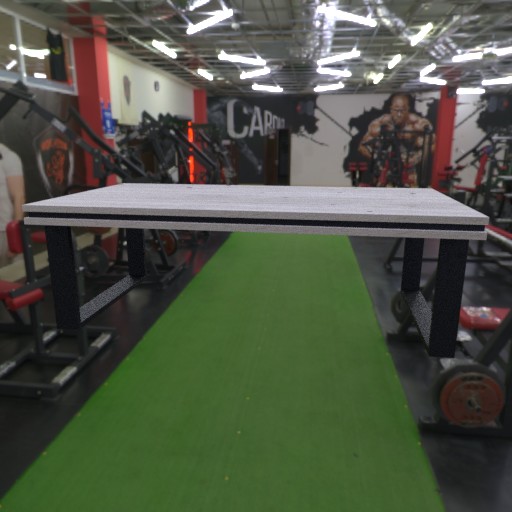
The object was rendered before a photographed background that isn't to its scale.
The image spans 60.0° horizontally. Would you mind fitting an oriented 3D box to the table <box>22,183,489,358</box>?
[{"bbox_3d":[0.000,0.000,1.654,1.350,0.450,0.700,2,15,9],"label":"table"}]
